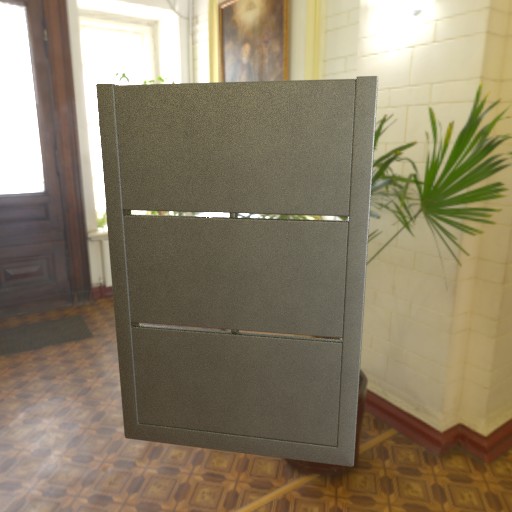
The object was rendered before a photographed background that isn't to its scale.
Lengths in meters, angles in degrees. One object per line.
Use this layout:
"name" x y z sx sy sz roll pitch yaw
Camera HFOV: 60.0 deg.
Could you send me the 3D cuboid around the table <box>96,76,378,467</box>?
"table" 0.000 0.000 0.891 0.405 0.609 0.420 3 14 10
